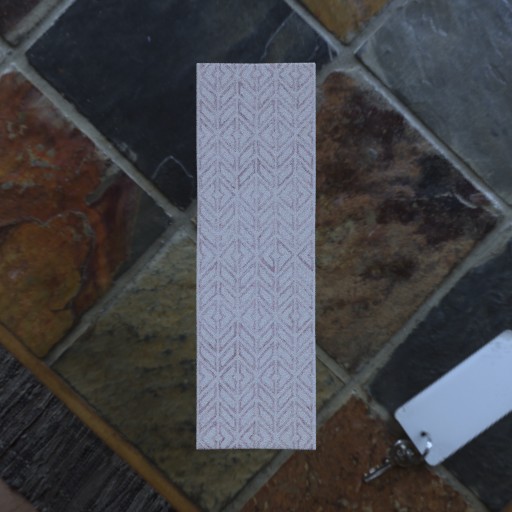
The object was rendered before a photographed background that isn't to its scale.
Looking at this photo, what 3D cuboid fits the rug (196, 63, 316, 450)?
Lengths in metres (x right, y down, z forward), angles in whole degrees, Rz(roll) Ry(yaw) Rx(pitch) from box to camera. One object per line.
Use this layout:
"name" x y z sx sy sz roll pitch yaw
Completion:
"rug" 0.000 0.000 2.792 0.750 0.009 2.435 0 90 0
